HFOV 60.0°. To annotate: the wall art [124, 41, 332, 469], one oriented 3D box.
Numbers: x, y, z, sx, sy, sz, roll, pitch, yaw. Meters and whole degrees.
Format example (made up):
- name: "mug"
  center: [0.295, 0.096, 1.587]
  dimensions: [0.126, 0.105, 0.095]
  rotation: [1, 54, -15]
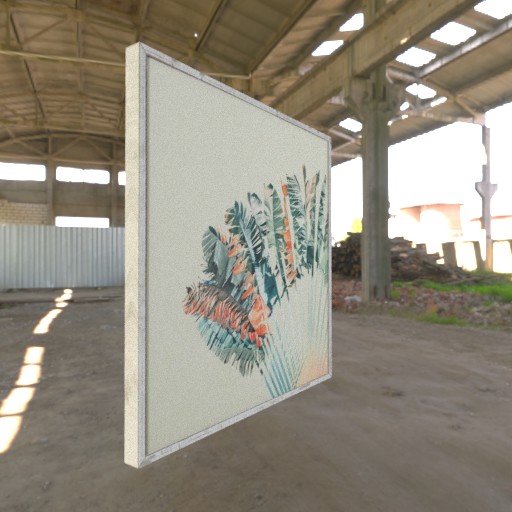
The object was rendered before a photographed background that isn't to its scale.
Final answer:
- name: "wall art"
  center: [0.000, 0.000, 1.104]
  dimensions: [0.038, 0.757, 0.760]
  rotation: [0, -1, 36]
